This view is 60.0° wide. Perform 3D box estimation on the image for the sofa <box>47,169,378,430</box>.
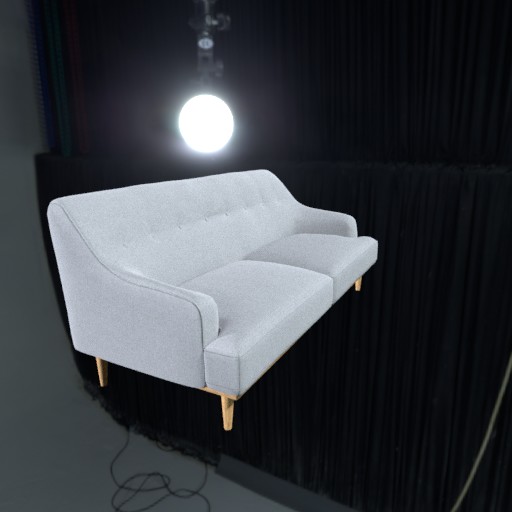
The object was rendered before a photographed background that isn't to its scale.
[{"bbox_3d":[0.000,0.000,2.601,0.978,0.871,2.057,8,17,27],"label":"sofa"}]
